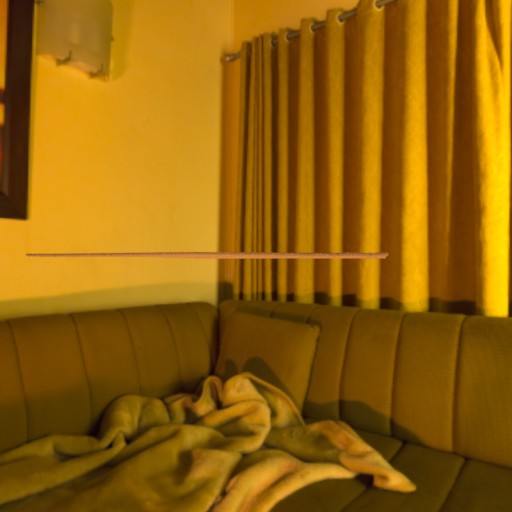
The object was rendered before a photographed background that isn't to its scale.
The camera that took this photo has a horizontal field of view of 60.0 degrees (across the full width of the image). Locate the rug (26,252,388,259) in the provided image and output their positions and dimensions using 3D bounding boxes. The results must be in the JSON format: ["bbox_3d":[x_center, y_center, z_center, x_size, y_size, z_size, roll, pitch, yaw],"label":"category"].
[{"bbox_3d":[0.000,0.000,4.293,2.434,0.045,3.202,0,-1,16],"label":"rug"}]
